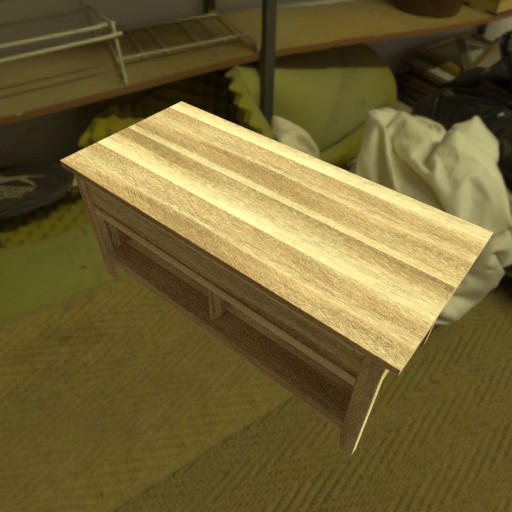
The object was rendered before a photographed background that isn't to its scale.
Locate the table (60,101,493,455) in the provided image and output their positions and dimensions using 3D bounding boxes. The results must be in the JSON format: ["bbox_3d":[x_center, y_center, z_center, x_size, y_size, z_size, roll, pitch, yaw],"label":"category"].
[{"bbox_3d":[0.000,0.000,1.363,1.095,0.480,0.493,30,52,27],"label":"table"}]
